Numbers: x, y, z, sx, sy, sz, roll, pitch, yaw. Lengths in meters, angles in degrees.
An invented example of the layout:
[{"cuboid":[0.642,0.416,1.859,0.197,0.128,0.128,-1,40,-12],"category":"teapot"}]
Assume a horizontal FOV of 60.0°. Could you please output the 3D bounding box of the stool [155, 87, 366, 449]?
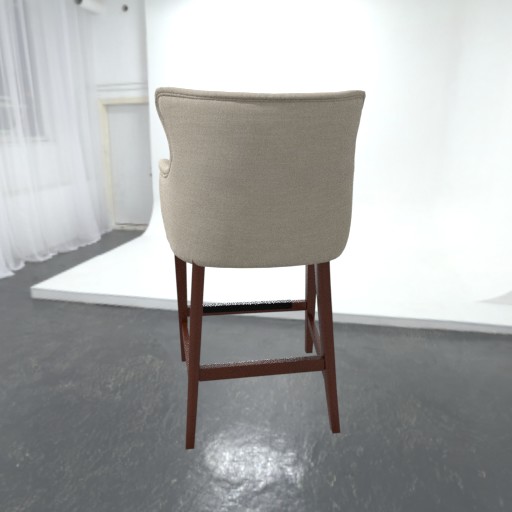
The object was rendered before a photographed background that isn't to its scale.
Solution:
[{"cuboid":[0.000,0.000,1.427,0.615,0.987,0.637,-2,15,-8],"category":"stool"}]
